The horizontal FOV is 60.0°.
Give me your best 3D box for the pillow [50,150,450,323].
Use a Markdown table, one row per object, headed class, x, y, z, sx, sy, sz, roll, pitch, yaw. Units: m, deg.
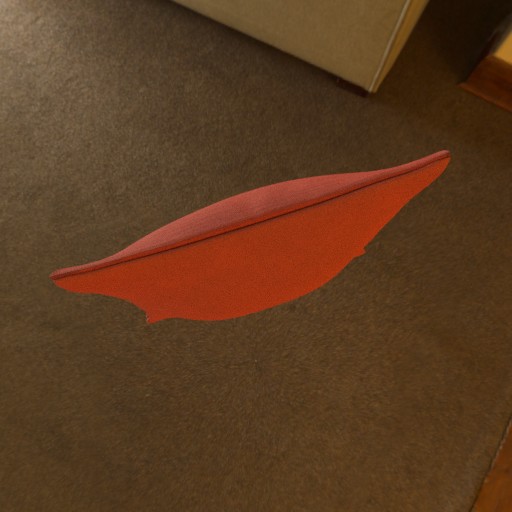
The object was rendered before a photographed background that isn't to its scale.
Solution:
| class | x | y | z | sx | sy | sz | roll | pitch | yaw |
| --- | --- | --- | --- | --- | --- | --- | --- | --- | --- |
| pillow | 0.000 | 0.000 | 0.651 | 0.435 | 0.416 | 0.151 | -18 | 77 | -4 |
